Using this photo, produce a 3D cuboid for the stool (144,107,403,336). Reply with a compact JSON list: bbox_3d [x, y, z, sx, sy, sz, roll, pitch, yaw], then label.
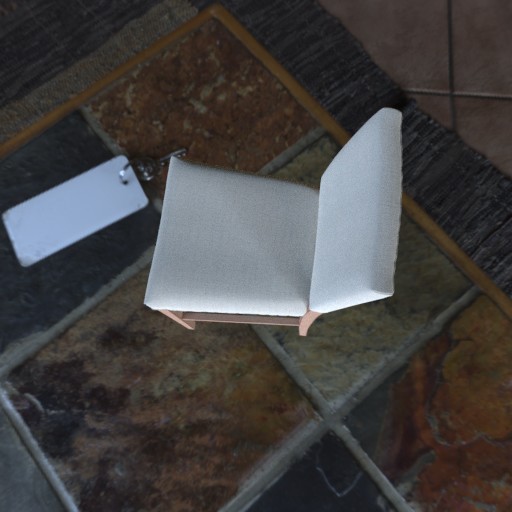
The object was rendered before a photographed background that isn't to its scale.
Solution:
[{"bbox_3d":[0.000,0.000,1.371,0.546,1.143,0.428,7,76,2],"label":"stool"}]
